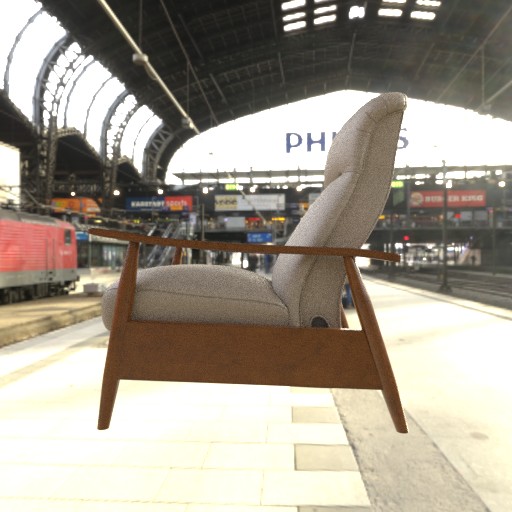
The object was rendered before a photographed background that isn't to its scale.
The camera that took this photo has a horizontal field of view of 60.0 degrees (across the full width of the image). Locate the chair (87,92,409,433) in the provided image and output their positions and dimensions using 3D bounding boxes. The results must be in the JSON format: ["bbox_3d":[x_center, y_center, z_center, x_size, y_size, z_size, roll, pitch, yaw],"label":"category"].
[{"bbox_3d":[0.000,0.000,1.731,1.032,1.082,0.762,0,0,2],"label":"chair"}]
